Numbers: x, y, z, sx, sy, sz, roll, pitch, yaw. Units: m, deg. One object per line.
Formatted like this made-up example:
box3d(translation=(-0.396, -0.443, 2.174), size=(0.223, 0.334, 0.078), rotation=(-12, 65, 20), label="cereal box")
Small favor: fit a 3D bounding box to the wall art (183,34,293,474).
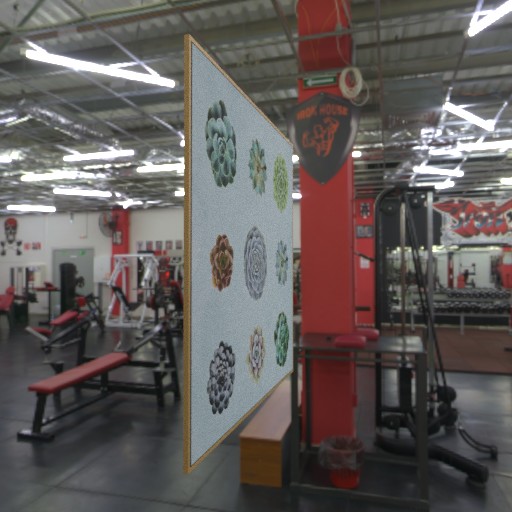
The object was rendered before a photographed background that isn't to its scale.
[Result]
box3d(translation=(0.000, 0.000, 1.422), size=(0.013, 0.959, 0.962), rotation=(0, -1, 18), label="wall art")
